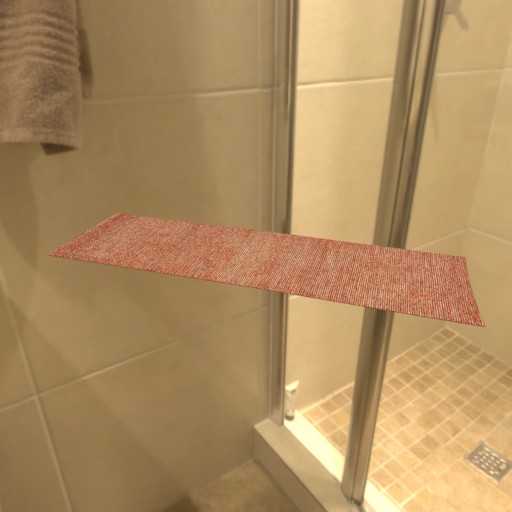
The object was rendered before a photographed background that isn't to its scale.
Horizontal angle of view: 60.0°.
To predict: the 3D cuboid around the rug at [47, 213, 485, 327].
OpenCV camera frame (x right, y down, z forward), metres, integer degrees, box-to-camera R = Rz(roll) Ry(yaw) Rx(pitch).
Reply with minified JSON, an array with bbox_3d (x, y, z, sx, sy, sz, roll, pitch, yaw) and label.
[{"bbox_3d":[0.000,0.000,2.582,2.353,0.013,0.718,8,28,16],"label":"rug"}]
